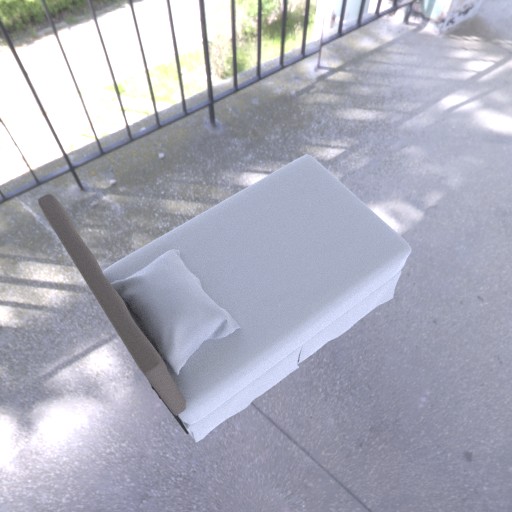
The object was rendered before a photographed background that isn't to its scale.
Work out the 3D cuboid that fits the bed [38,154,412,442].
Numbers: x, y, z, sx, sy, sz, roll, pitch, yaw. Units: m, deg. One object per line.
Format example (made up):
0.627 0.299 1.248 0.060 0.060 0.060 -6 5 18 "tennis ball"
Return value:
0.000 0.000 3.001 1.997 1.571 1.261 -32 64 -18 "bed"
